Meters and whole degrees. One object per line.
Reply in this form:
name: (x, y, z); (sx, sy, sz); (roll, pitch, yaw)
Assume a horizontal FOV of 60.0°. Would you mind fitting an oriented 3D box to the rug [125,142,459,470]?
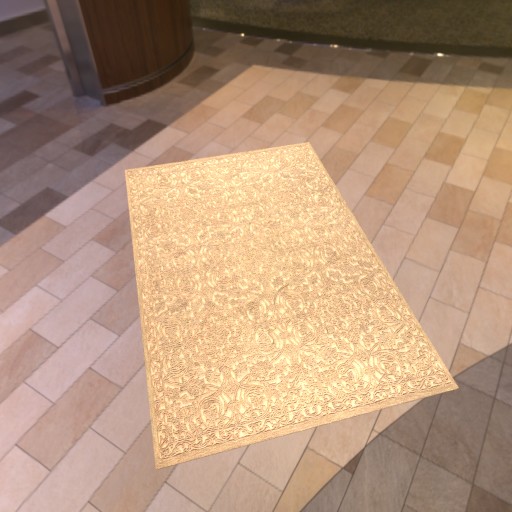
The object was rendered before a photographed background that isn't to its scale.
rug: (0.000, 0.000, 2.289); (1.221, 0.006, 1.827); (-11, 48, -10)
